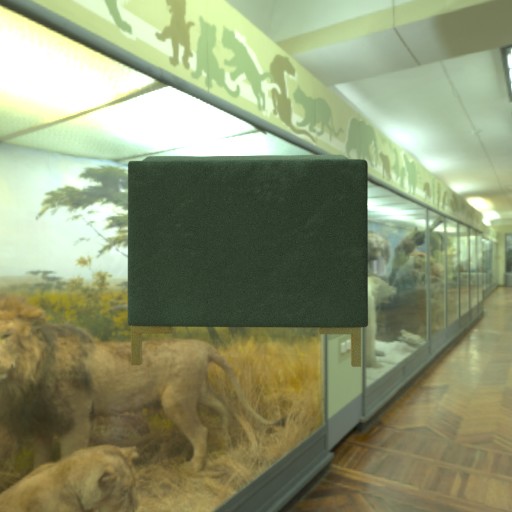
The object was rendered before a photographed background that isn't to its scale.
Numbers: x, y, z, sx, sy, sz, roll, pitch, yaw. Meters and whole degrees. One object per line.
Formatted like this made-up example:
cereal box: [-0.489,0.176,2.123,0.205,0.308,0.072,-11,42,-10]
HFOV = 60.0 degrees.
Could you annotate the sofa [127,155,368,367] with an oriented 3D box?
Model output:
sofa: [0.000,0.000,2.437,0.796,0.705,2.102,0,0,2]
